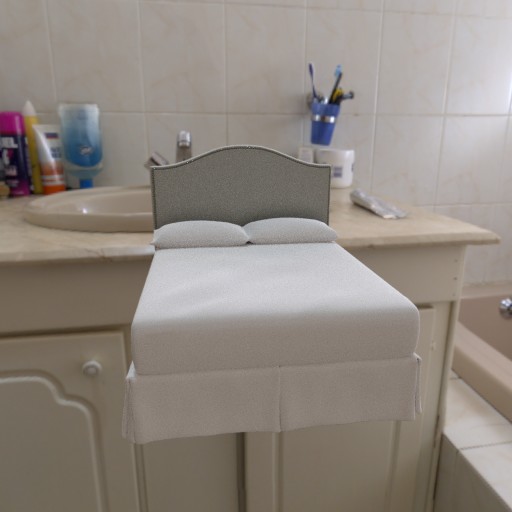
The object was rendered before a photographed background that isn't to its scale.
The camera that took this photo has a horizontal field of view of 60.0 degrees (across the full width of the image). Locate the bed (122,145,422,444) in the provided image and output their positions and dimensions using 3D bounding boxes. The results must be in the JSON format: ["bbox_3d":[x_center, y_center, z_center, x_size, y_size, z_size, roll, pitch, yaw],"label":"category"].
[{"bbox_3d":[0.000,0.000,3.409,1.813,1.607,2.180,-2,16,-7],"label":"bed"}]
